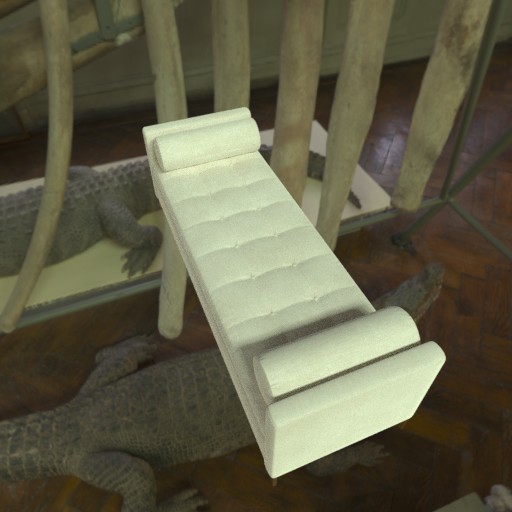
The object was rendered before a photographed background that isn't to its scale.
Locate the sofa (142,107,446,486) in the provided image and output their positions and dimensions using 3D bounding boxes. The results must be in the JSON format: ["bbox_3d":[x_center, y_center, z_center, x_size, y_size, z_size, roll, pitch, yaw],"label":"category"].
[{"bbox_3d":[0.000,0.000,2.344,0.686,0.635,1.981,-16,49,-15],"label":"sofa"}]
